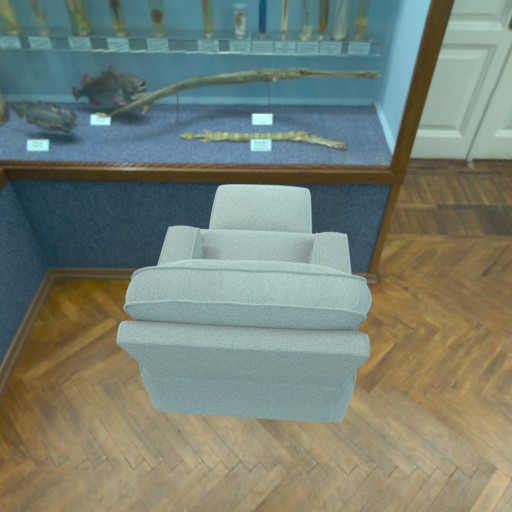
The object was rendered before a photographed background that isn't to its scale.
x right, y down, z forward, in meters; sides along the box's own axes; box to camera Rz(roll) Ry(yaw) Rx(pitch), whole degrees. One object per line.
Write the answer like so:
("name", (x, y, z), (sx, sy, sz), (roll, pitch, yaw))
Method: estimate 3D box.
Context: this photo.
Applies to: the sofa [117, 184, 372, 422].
("sofa", (0.000, 0.000, 2.057), (0.861, 0.959, 1.472), (3, 45, 3))
